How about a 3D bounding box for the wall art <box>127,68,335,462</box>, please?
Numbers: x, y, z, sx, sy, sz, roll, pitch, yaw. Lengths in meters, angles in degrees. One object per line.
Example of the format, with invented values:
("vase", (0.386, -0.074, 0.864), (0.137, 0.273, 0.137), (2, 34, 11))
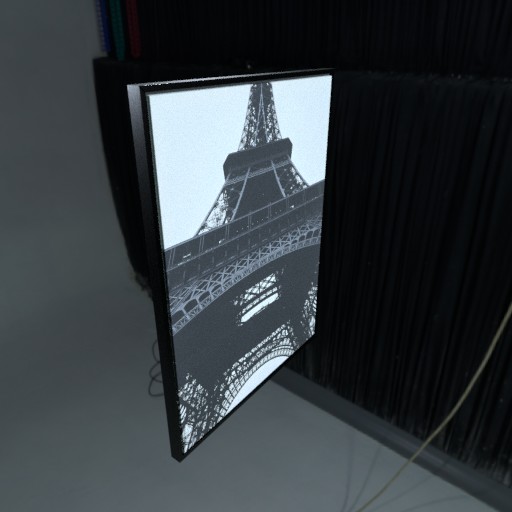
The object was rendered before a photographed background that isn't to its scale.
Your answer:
("wall art", (0.000, 0.000, 1.401), (0.040, 1.062, 0.805), (18, 31, 33))
